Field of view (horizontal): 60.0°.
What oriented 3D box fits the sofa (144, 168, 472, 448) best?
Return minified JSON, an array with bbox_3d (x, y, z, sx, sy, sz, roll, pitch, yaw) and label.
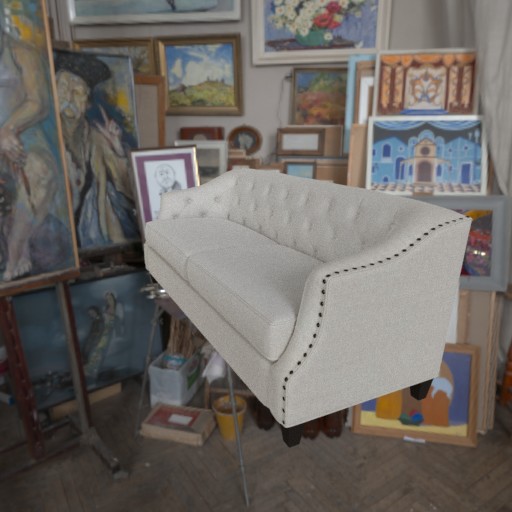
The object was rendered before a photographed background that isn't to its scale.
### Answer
[{"bbox_3d":[0.000,0.000,2.715,0.914,0.901,2.235,-8,18,-26],"label":"sofa"}]
